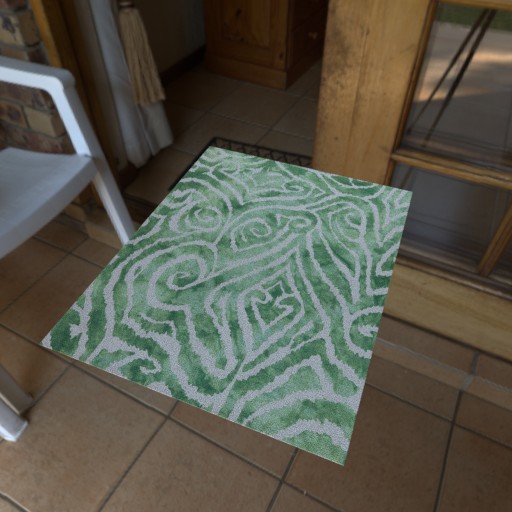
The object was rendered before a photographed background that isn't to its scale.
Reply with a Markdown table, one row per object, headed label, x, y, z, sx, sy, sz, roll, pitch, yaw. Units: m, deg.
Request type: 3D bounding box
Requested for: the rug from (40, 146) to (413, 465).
| label | x | y | z | sx | sy | sz | roll | pitch | yaw |
| --- | --- | --- | --- | --- | --- | --- | --- | --- | --- |
| rug | 0.000 | 0.000 | 4.138 | 2.436 | 0.007 | 3.045 | 16 | 48 | 15 |
